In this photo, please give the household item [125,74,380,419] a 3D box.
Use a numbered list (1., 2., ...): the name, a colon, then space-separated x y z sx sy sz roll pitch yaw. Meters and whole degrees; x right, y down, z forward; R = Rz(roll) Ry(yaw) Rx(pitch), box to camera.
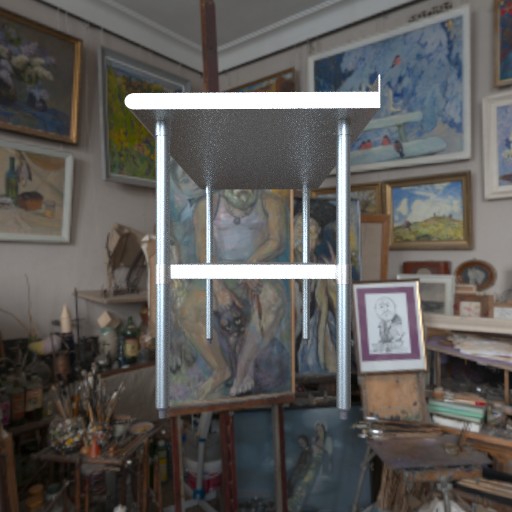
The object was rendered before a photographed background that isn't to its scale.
1. household item: 0.000 0.000 1.663 0.610 0.851 1.219 0 0 1
